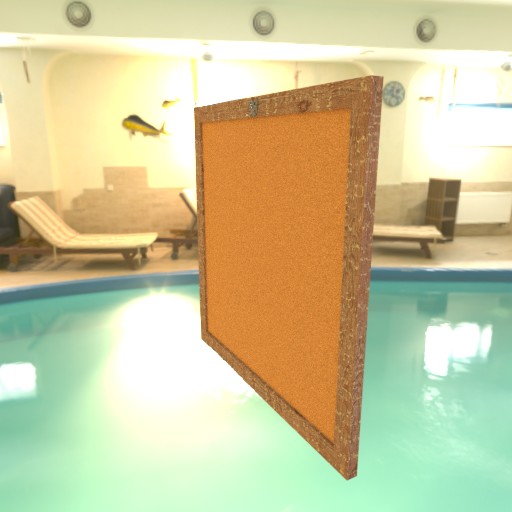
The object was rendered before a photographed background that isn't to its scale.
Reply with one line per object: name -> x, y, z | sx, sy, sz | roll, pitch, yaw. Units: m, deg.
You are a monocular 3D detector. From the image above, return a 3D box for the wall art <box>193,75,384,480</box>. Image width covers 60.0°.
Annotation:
wall art -> 0.000, 0.000, 0.559 | 0.022, 0.380, 0.380 | -8, 16, -28
